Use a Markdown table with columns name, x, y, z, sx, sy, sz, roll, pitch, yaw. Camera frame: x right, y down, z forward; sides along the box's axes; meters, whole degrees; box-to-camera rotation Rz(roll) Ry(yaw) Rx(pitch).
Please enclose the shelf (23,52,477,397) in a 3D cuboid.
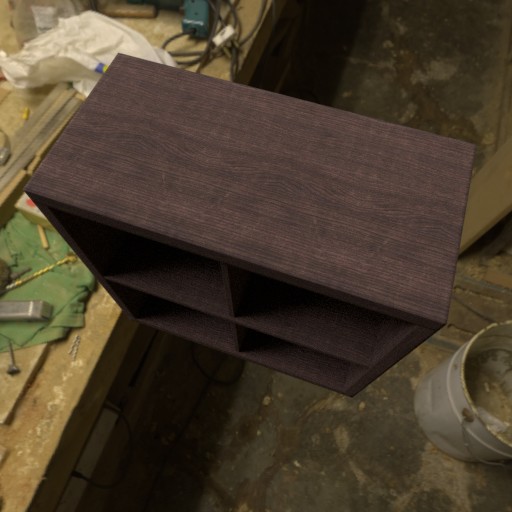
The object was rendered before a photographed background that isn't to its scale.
| name | x | y | z | sx | sy | sz | roll | pitch | yaw |
| --- | --- | --- | --- | --- | --- | --- | --- | --- | --- |
| shelf | 0.000 | 0.000 | 1.207 | 0.790 | 0.786 | 0.390 | 17 | 65 | 8 |
